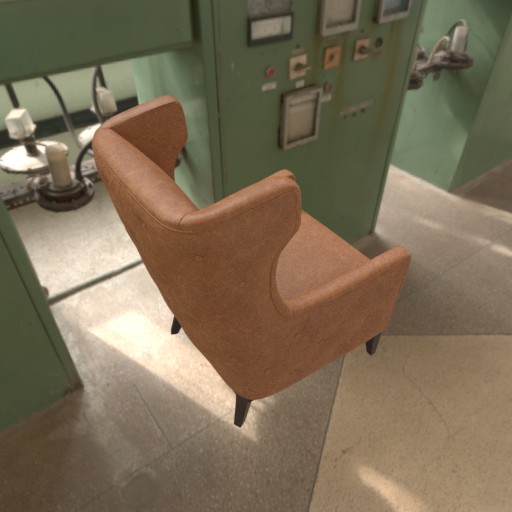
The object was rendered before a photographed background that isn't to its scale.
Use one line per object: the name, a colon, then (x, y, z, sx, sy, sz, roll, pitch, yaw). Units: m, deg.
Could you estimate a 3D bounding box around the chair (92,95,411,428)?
chair: (0.000, 0.000, 1.678, 0.899, 1.079, 0.766, -25, 47, -25)
